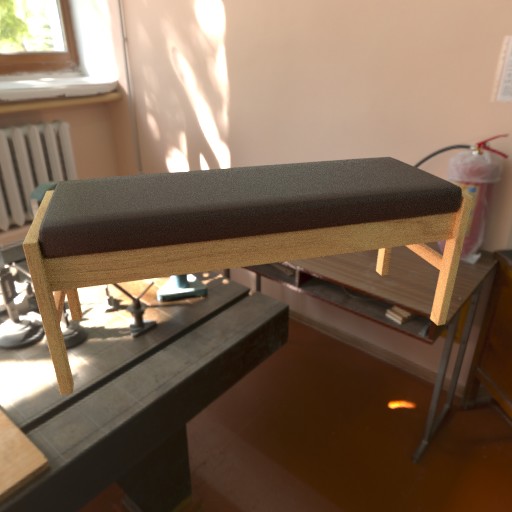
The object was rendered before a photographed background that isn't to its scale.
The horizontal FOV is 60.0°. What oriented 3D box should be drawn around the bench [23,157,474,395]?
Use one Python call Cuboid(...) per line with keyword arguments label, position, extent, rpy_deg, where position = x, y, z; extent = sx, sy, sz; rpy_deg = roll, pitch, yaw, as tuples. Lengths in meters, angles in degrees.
Cuboid(label="bench", position=(0.000, 0.000, 1.401), extent=(1.200, 0.480, 0.405), rpy_deg=(-7, 27, -14))
